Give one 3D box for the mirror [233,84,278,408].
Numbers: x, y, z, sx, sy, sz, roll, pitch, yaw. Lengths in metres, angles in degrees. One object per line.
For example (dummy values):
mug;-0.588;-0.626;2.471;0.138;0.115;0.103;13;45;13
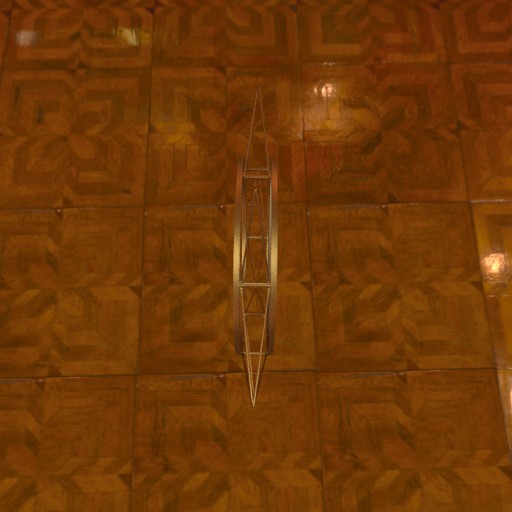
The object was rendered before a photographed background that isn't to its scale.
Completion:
mirror;0.000;0.000;0.793;0.062;0.581;0.498;1;75;0
